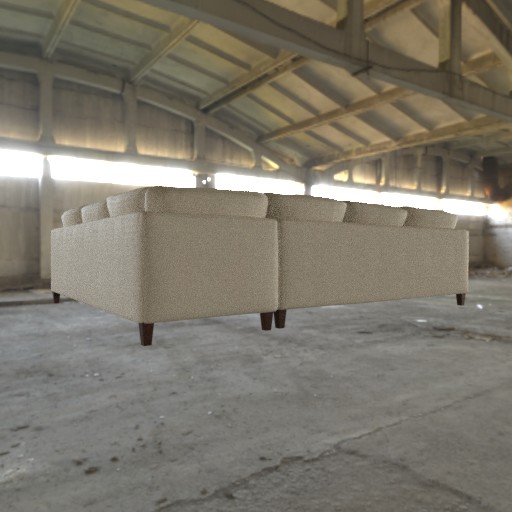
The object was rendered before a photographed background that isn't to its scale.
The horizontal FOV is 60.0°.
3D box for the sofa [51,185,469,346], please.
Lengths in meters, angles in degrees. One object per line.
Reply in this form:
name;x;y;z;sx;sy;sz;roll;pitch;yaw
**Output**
sofa;0.000;0.000;4.358;3.302;0.947;2.593;0;1;-35
